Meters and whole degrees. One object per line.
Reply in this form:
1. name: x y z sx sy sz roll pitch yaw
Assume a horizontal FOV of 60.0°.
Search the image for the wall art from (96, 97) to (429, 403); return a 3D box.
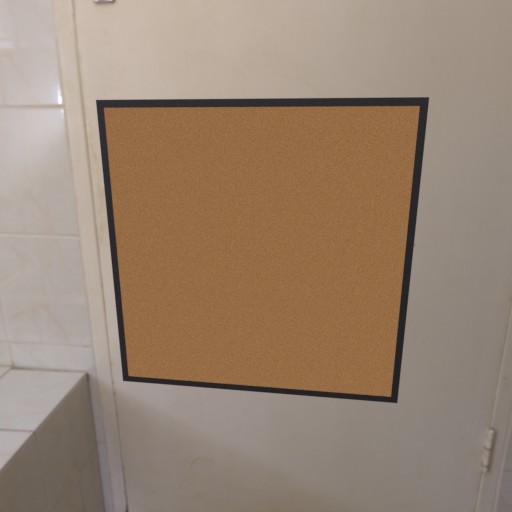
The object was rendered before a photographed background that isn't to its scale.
1. wall art: 0.000 0.000 0.762 0.509 0.509 0.040 2 17 8
